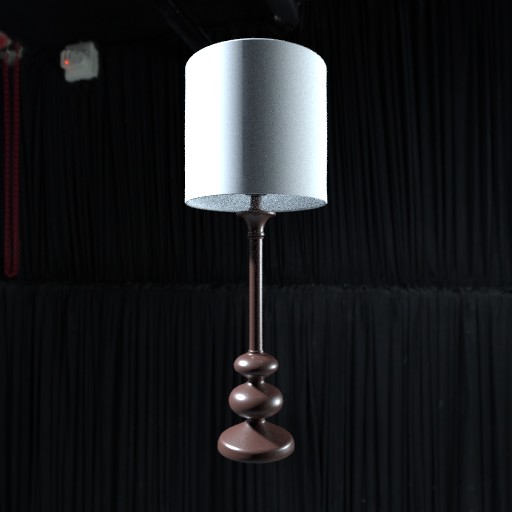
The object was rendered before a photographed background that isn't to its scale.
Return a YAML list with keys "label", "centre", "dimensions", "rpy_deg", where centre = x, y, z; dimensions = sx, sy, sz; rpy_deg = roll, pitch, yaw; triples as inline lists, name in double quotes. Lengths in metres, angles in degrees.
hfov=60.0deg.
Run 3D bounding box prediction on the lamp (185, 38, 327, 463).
- label: "lamp"
  centre: [0.000, 0.000, 0.804]
  dimensions: [0.254, 0.690, 0.254]
  rpy_deg: [0, -1, 17]
